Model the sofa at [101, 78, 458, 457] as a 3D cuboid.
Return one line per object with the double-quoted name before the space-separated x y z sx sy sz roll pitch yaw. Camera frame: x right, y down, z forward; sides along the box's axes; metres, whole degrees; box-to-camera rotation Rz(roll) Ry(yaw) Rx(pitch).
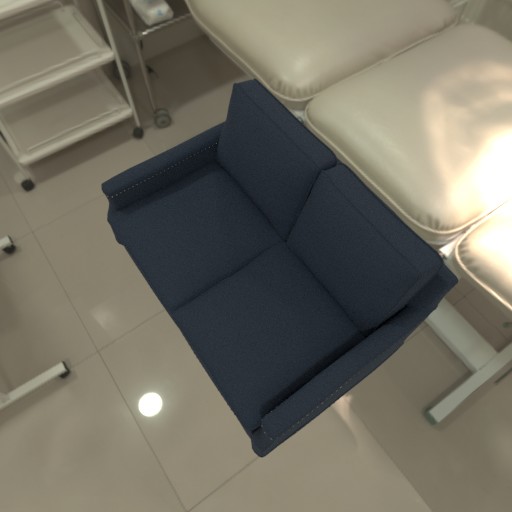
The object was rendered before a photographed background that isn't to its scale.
"sofa" 0.000 0.000 2.334 1.084 1.003 1.597 -32 66 -16
